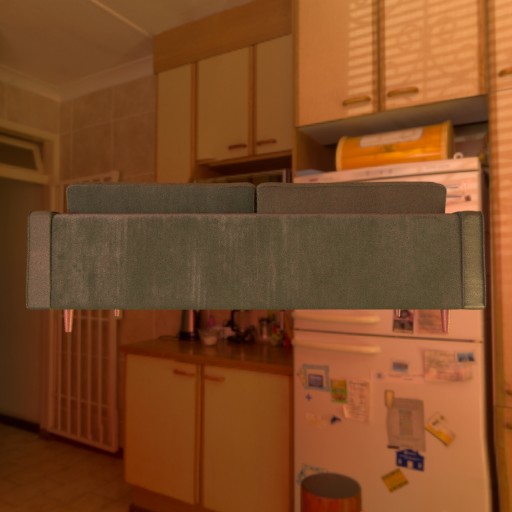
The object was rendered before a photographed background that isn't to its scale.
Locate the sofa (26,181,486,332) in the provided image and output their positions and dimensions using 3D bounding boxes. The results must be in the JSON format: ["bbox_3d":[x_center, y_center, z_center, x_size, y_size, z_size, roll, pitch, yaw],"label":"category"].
[{"bbox_3d":[0.000,0.000,2.559,2.199,0.769,0.918,0,-2,0],"label":"sofa"}]
